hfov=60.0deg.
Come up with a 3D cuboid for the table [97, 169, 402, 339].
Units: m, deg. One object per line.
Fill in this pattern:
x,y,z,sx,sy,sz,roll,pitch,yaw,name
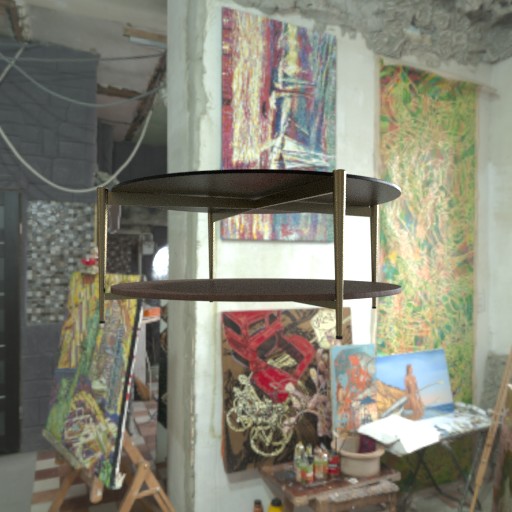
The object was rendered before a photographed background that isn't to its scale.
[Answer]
0.000,0.000,1.504,0.938,0.400,0.938,0,-1,36,table
